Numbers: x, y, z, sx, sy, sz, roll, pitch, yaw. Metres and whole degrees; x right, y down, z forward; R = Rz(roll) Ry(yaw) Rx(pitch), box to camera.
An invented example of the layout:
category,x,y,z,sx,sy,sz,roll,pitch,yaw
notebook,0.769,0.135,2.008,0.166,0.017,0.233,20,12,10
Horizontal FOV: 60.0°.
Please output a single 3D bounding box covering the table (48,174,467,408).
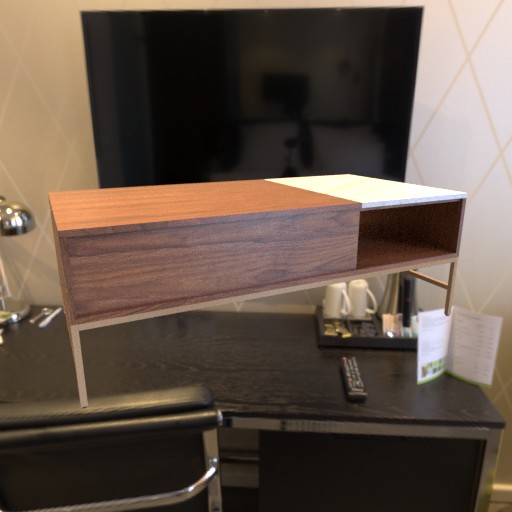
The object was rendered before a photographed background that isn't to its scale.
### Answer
category,x,y,z,sx,sy,sz,roll,pitch,yaw
table,0.000,0.000,1.919,1.553,0.551,0.789,-8,18,-25
